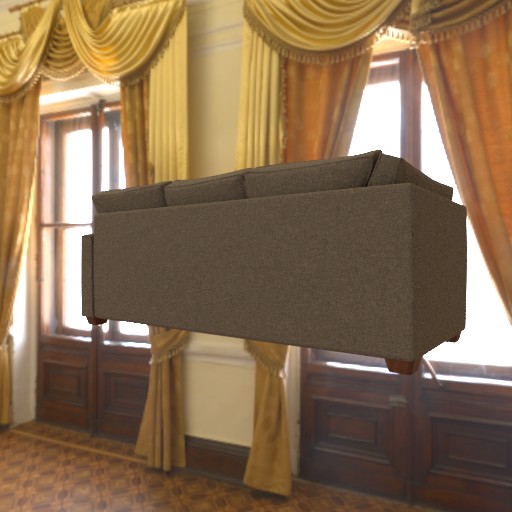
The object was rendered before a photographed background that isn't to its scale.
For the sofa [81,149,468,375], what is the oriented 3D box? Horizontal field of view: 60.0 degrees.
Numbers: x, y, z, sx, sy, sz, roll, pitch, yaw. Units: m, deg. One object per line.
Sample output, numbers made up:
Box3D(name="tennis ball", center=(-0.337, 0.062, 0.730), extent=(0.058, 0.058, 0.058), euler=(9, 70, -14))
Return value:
Box3D(name="sofa", center=(0.000, 0.000, 2.835), extent=(2.317, 0.962, 1.061), euler=(0, 0, 37))
